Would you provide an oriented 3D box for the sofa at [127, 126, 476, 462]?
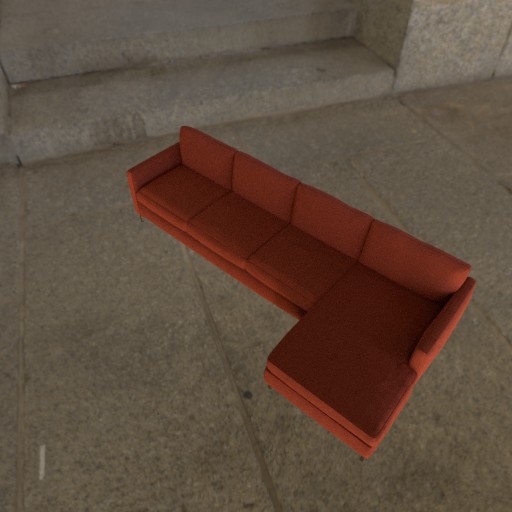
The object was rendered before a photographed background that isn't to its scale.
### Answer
[{"bbox_3d":[0.000,0.000,3.482,2.932,0.810,1.350,32,54,27],"label":"sofa"}]
